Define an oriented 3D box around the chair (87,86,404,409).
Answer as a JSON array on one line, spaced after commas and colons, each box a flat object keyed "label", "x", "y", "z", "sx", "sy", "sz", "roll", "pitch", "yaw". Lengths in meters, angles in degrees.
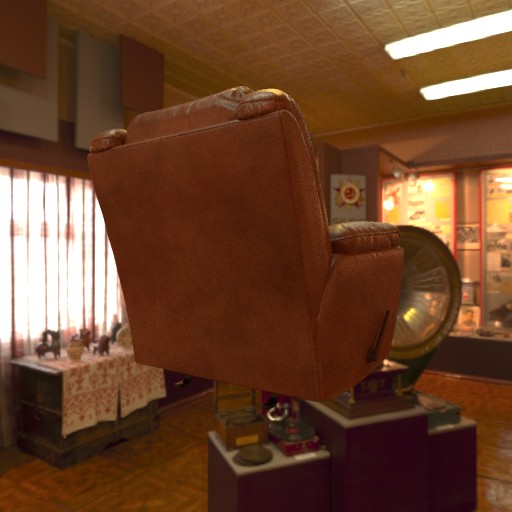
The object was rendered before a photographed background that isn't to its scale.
[{"label": "chair", "x": 0.000, "y": 0.000, "z": 1.892, "sx": 0.990, "sy": 1.093, "sz": 1.041, "roll": 0, "pitch": 0, "yaw": 36}]
